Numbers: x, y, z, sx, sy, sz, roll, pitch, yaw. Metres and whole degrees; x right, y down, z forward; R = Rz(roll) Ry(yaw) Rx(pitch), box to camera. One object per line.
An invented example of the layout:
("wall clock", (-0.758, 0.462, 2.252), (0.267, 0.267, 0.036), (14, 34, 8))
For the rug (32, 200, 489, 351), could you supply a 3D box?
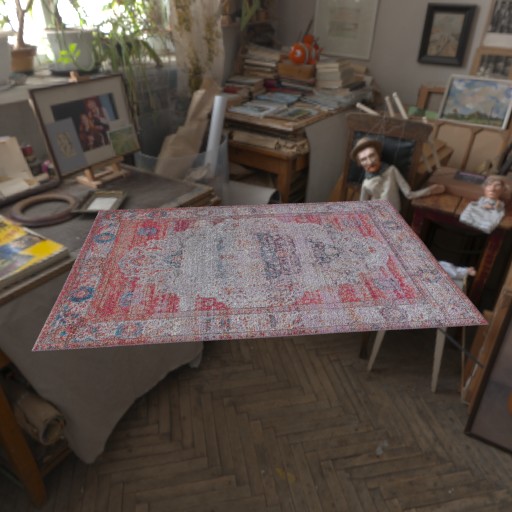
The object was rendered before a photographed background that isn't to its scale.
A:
("rug", (0.000, 0.000, 2.275), (1.829, 0.006, 1.219), (-3, 32, -4))
